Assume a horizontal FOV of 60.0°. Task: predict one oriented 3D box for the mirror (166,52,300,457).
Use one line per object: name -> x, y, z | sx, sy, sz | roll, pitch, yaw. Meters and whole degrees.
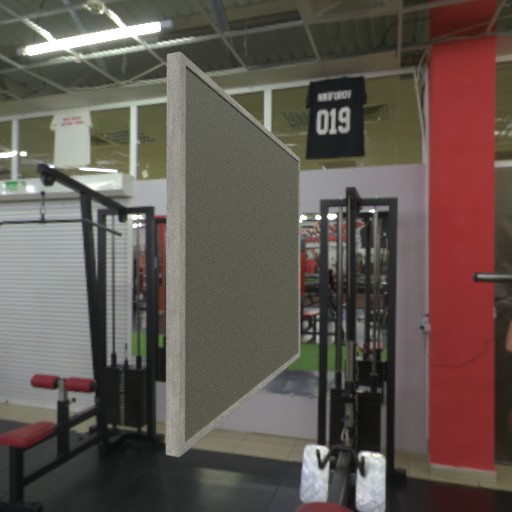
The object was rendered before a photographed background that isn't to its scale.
mirror -> 0.000, 0.000, 1.148 | 0.028, 0.689, 0.839 | 0, -1, 20
